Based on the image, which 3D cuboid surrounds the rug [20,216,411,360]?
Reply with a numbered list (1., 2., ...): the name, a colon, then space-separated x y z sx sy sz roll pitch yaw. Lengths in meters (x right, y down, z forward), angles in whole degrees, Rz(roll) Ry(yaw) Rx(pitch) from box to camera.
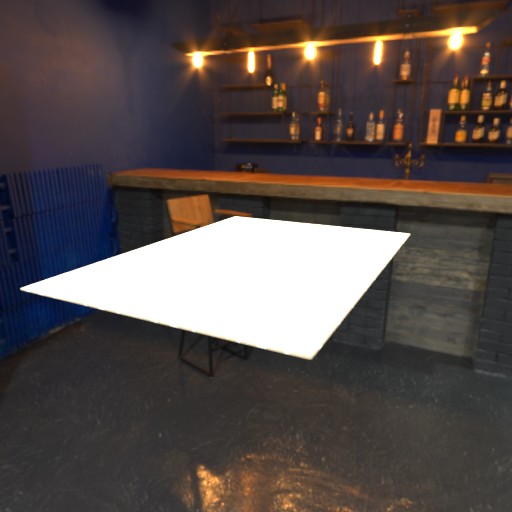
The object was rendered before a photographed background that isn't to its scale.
1. rug: 0.000 0.000 2.758 1.524 0.010 2.134 8 18 26
